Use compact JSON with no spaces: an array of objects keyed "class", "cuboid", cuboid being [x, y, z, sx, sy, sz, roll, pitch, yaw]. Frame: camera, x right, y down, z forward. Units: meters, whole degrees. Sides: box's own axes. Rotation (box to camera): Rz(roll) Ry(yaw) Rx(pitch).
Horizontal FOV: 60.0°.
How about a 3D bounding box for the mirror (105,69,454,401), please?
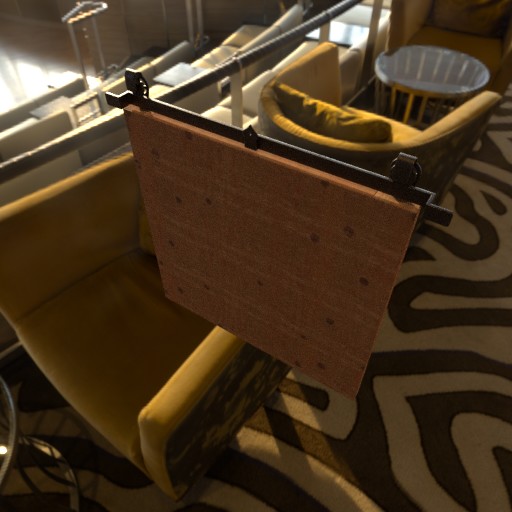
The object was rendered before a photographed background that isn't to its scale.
[{"class":"mirror","cuboid":[0.000,0.000,1.139,0.805,0.800,0.054,25,51,22]}]
